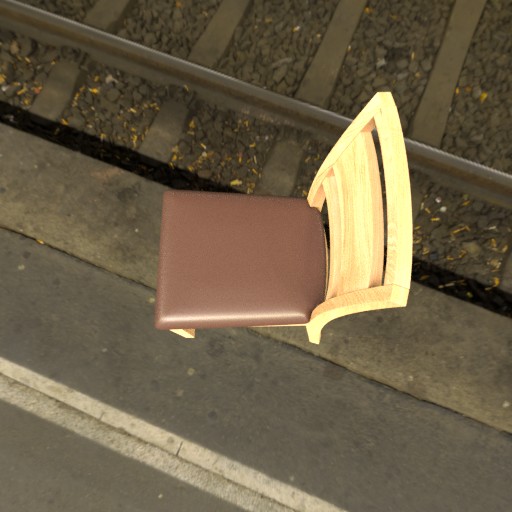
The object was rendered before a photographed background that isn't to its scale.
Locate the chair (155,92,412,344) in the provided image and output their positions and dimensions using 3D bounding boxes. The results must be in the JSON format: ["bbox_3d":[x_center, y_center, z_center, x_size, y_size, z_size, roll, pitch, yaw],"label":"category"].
[{"bbox_3d":[0.000,0.000,1.224,0.545,0.940,0.420,1,76,0],"label":"chair"}]
